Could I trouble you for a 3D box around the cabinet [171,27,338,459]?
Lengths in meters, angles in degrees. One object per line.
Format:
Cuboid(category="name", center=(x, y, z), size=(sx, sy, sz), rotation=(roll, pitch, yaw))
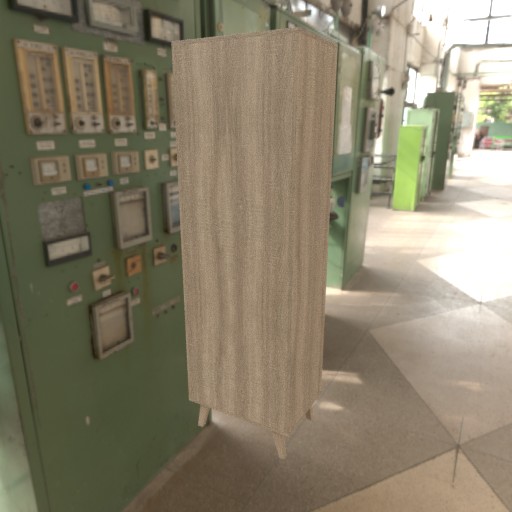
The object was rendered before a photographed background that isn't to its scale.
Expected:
Cuboid(category="cabinet", center=(0.000, 0.000, 2.109), size=(0.570, 1.850, 0.400), rotation=(9, 19, 28))
